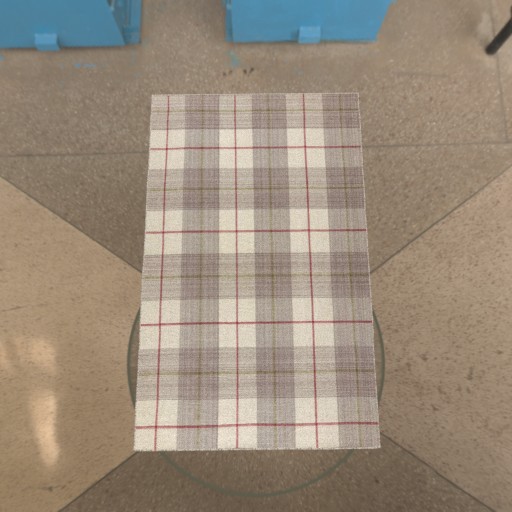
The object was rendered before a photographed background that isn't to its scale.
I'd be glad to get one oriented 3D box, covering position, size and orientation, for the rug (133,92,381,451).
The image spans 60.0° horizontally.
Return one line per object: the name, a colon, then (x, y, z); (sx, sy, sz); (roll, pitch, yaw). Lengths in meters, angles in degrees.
rug: (0.000, 0.000, 3.013); (1.549, 0.010, 2.464); (-1, 77, 0)
